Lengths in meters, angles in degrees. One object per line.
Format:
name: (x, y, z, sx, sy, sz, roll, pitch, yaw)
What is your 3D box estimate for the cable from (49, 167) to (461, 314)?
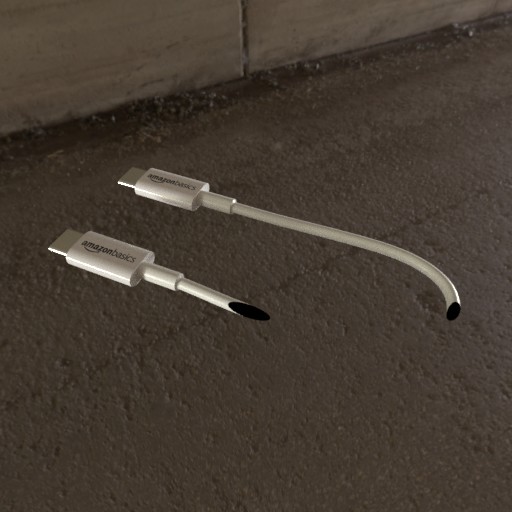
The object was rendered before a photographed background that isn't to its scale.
cable: (0.000, 0.000, 0.112, 0.098, 0.005, 0.041, 18, 49, 16)
